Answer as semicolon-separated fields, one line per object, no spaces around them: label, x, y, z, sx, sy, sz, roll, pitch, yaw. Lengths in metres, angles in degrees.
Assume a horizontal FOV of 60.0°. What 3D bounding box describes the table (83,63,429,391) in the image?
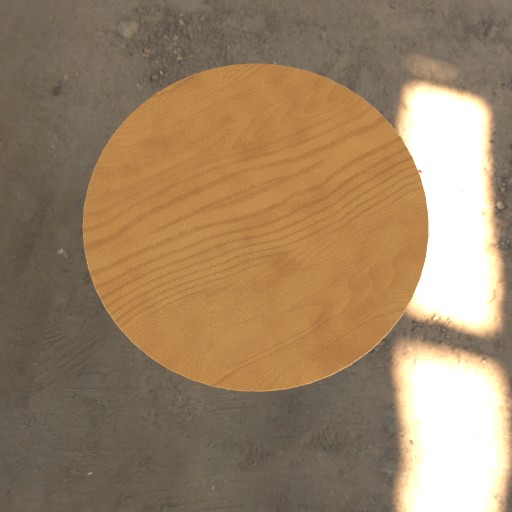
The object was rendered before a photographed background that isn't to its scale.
table;0.000;0.000;1.060;0.597;0.612;0.597;0;75;0
